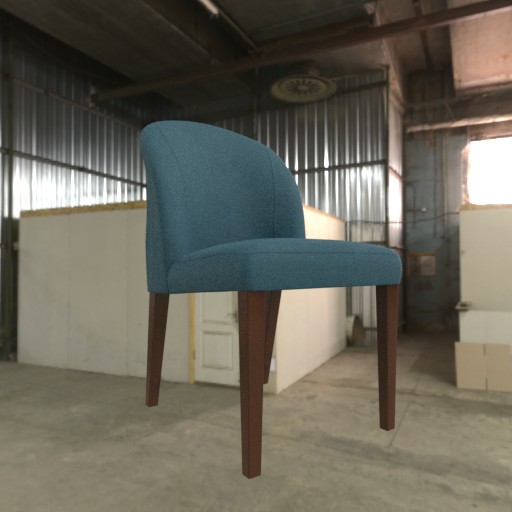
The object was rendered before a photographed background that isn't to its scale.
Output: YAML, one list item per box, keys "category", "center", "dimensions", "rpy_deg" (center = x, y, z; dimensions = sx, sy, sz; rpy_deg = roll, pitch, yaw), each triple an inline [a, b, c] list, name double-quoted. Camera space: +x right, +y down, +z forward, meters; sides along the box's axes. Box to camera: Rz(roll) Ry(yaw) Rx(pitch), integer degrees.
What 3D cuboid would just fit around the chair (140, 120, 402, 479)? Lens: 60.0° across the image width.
- category: "chair"
  center: [0.000, 0.000, 1.222]
  dimensions: [0.507, 0.879, 0.620]
  rpy_deg: [0, -1, -35]
